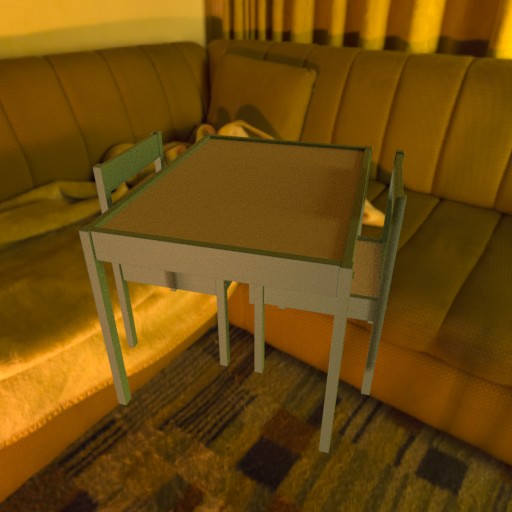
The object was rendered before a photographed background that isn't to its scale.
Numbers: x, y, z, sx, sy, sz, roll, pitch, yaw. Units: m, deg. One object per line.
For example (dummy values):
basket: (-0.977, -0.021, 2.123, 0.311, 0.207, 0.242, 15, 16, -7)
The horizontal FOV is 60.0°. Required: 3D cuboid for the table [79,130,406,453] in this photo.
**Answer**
table: (0.000, 0.000, 1.101, 0.633, 0.503, 0.639, 8, 32, 13)
